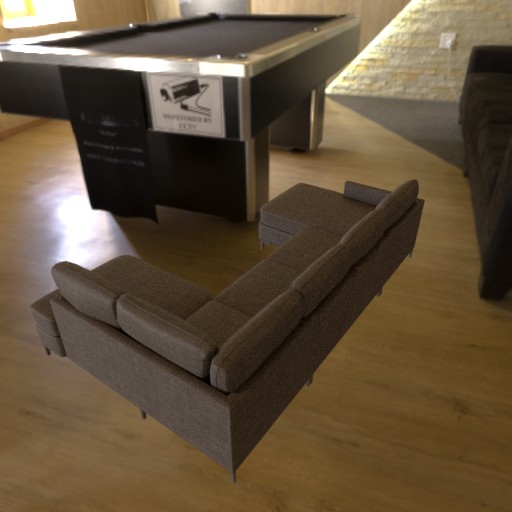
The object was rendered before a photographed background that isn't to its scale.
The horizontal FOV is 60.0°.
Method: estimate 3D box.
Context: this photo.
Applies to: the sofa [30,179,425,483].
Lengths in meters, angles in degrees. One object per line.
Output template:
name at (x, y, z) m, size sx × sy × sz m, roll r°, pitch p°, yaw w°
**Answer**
sofa at (0.000, 0.000, 4.208) m, size 2.048 × 0.999 × 3.423 m, roll 21°, pitch 38°, yaw 29°
